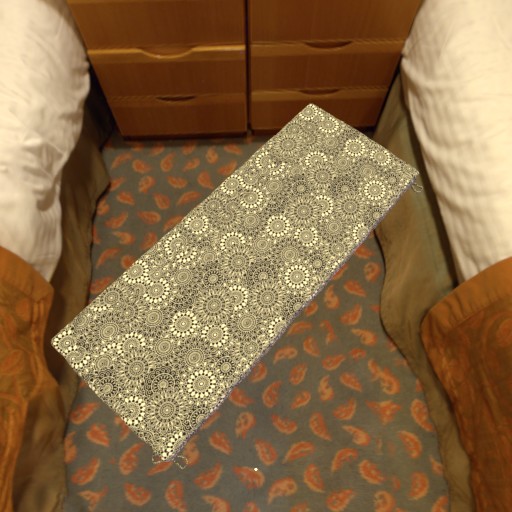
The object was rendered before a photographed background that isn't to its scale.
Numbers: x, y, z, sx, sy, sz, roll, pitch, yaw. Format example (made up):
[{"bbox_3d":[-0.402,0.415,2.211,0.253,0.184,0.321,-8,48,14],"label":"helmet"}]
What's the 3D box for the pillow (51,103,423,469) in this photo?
[{"bbox_3d":[0.000,0.000,1.333,0.492,0.081,1.187,38,70,17],"label":"pillow"}]
